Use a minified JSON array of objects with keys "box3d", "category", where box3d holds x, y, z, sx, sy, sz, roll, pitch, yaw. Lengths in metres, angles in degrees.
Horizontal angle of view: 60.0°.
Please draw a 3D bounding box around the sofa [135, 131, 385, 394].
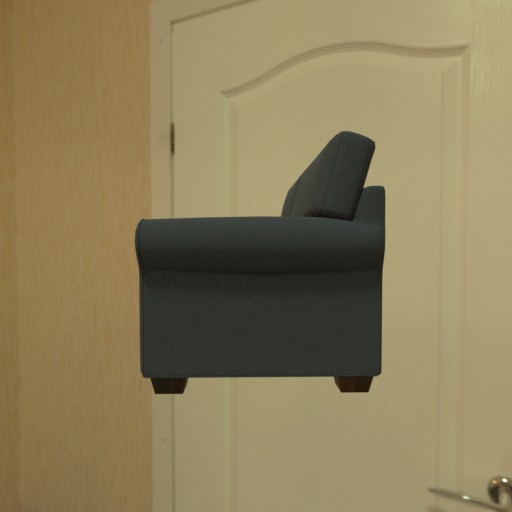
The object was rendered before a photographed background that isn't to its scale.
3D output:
[{"box3d":[0.000,0.000,2.576,0.940,1.020,1.930,0,2,-1],"category":"sofa"}]
